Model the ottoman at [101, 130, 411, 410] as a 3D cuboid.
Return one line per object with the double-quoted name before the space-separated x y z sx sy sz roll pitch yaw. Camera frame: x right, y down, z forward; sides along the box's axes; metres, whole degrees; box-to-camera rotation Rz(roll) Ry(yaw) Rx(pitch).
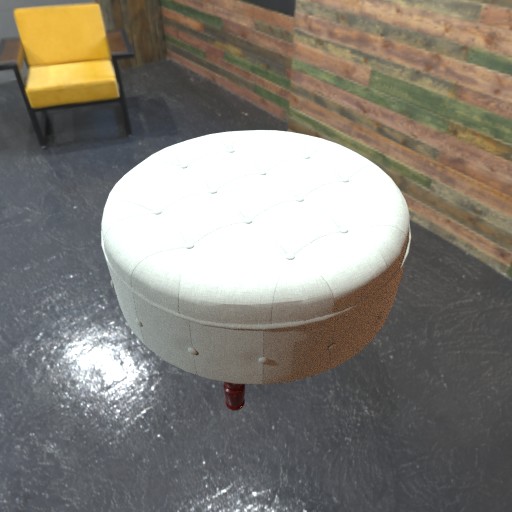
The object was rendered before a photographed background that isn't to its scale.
"ottoman" 0.000 0.000 1.363 0.850 0.483 0.850 0 41 0
